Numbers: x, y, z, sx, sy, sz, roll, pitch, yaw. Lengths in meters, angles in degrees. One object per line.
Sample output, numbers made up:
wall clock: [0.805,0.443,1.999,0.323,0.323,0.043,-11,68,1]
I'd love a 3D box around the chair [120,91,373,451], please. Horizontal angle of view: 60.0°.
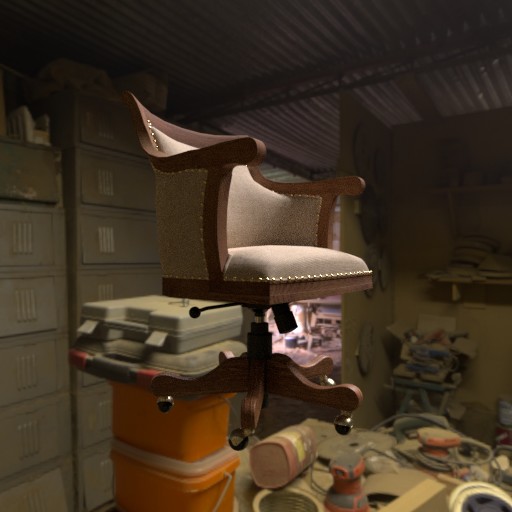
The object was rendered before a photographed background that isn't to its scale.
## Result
chair: [0.000,0.000,1.391,0.689,0.965,0.656,0,0,35]
